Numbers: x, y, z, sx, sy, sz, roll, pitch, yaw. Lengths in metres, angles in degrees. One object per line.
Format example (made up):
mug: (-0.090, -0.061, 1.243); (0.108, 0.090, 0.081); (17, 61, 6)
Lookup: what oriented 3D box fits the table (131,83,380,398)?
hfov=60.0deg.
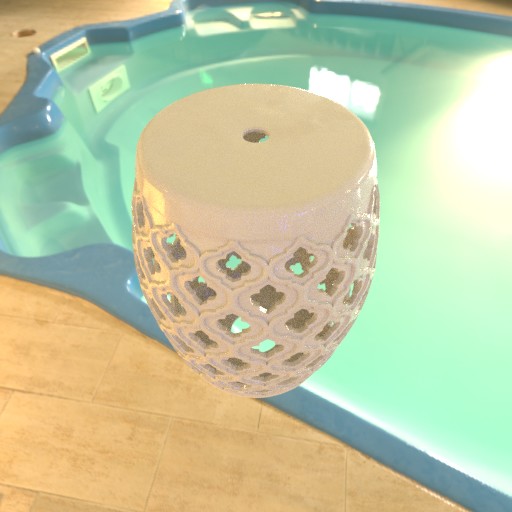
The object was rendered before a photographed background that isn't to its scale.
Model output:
table: (0.000, 0.000, 0.628); (0.325, 0.388, 0.325); (0, 47, 0)
